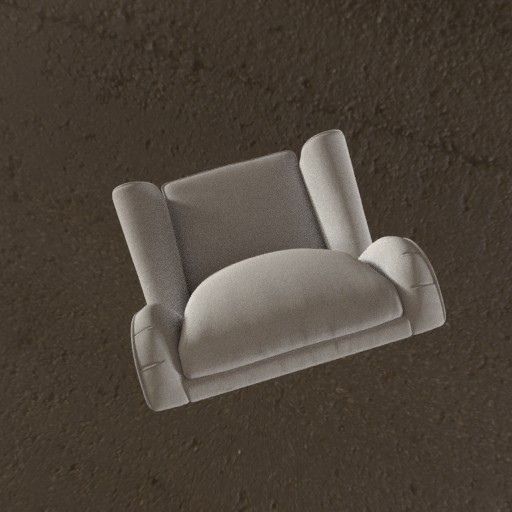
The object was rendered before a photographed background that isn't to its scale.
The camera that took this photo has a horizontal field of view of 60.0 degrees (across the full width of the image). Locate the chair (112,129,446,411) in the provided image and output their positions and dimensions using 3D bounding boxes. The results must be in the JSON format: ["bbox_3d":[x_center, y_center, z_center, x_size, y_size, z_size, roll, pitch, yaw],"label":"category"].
[{"bbox_3d":[0.000,0.000,1.643,0.906,0.967,0.854,-16,76,-4],"label":"chair"}]
